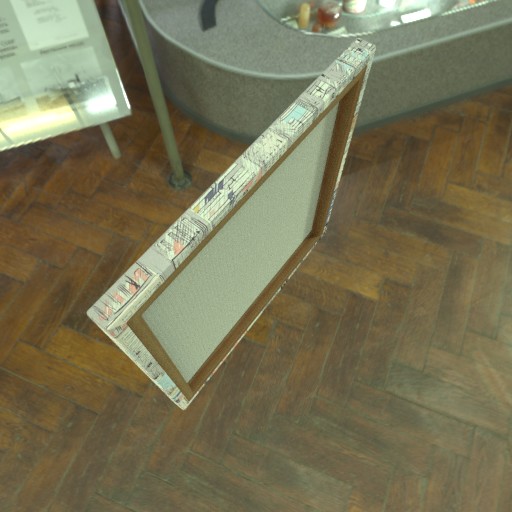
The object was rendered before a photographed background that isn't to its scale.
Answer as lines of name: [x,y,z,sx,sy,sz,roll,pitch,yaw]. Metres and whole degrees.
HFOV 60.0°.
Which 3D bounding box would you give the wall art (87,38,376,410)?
wall art: [0.000,0.000,1.113,0.048,0.762,0.761,34,68,16]
